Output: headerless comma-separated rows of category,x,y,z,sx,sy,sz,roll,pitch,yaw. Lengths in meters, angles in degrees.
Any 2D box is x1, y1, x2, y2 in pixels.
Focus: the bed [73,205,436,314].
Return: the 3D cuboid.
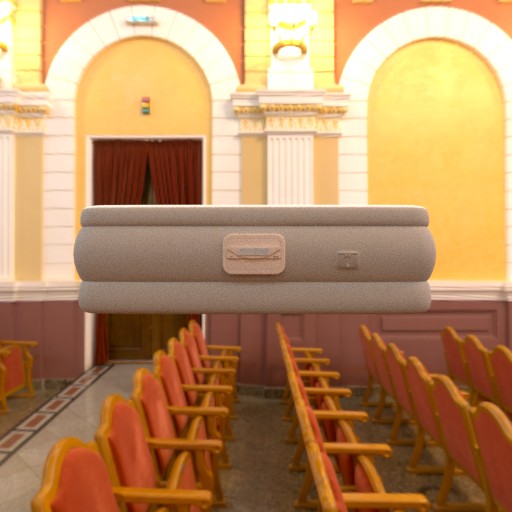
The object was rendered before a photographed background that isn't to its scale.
bed,0.000,0.000,2.705,1.520,0.460,2.036,0,0,0
